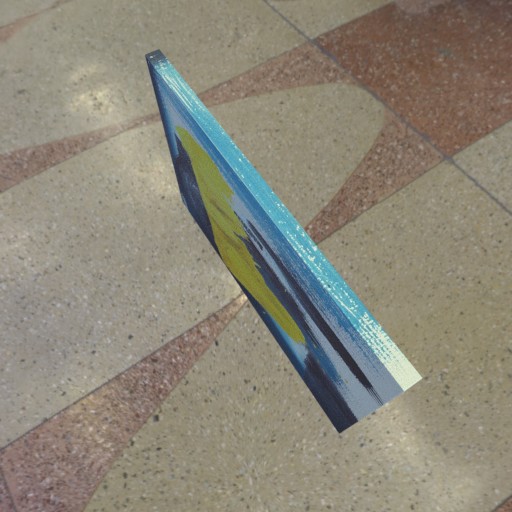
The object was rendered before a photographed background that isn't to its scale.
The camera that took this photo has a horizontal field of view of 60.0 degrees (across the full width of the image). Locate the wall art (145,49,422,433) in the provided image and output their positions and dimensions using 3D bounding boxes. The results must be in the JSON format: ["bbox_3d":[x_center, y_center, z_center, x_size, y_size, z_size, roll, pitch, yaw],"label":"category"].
[{"bbox_3d":[0.000,0.000,1.138,0.039,0.610,0.914,-29,66,-14],"label":"wall art"}]
